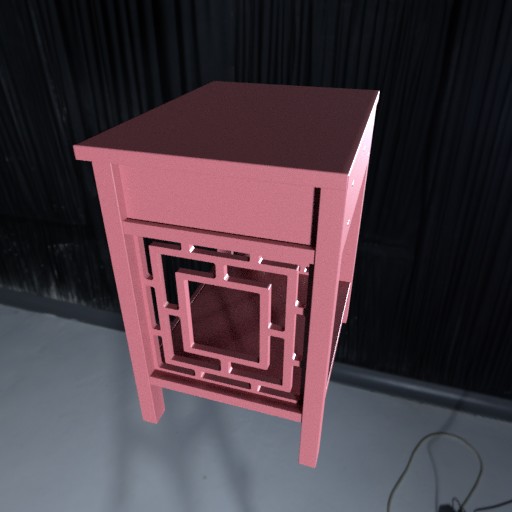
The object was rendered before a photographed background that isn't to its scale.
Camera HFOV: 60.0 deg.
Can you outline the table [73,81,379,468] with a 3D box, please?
[{"bbox_3d":[0.000,0.000,1.080,0.451,0.686,0.599,9,32,15],"label":"table"}]
